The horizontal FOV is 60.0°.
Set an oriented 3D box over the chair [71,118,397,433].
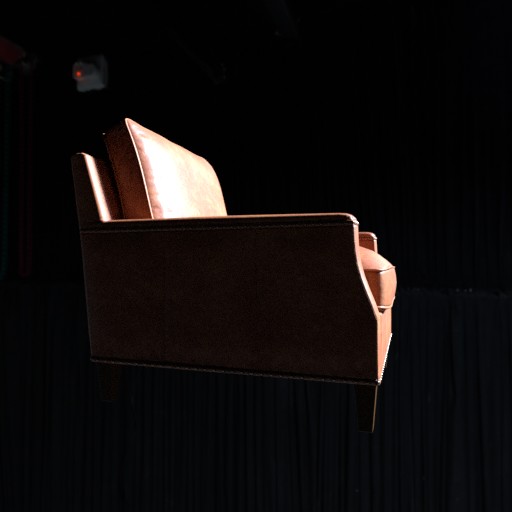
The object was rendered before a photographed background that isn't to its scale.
[{"bbox_3d":[0.000,0.000,1.690,1.014,0.943,0.853,0,-1,19],"label":"chair"}]
